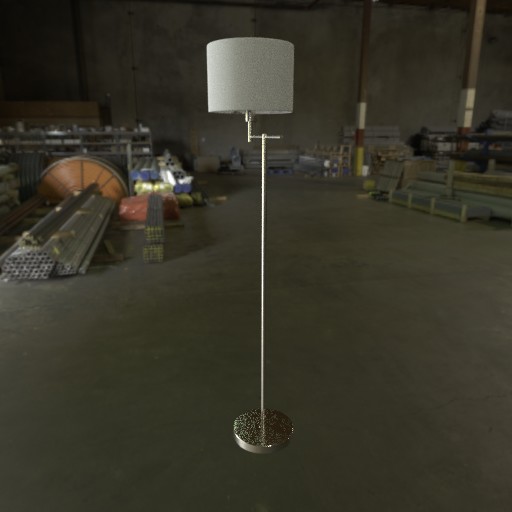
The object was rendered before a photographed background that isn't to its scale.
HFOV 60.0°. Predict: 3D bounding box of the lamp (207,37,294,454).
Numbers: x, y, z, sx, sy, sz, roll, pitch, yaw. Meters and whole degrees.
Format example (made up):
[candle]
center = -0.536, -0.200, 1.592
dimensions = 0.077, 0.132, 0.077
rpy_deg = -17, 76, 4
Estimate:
[lamp]
center = 0.000, 0.000, 1.827
dimensions = 0.324, 1.600, 0.416
rpy_deg = -8, 17, -26
